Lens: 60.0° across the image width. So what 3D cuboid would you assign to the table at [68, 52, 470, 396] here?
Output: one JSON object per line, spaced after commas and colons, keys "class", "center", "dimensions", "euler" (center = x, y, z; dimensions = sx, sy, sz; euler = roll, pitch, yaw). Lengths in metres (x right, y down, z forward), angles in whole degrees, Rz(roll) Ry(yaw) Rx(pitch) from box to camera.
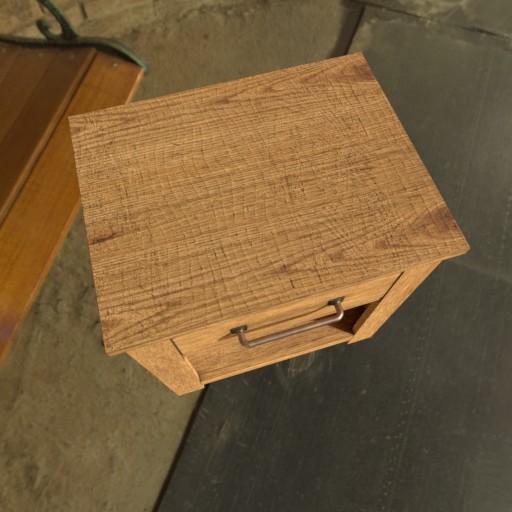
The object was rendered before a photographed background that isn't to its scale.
{"class": "table", "center": [0.000, 0.000, 1.062], "dimensions": [0.601, 0.625, 0.494], "euler": [-15, 66, -7]}
